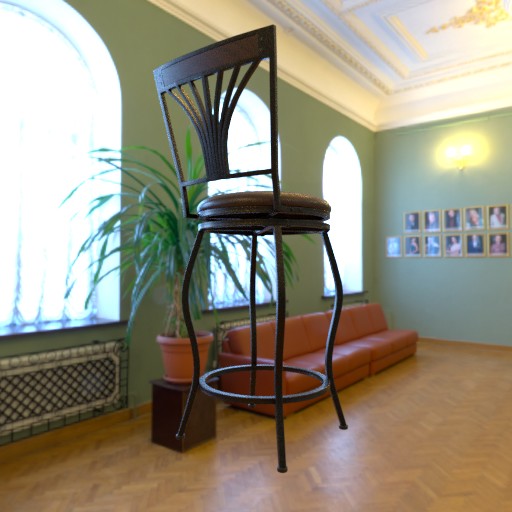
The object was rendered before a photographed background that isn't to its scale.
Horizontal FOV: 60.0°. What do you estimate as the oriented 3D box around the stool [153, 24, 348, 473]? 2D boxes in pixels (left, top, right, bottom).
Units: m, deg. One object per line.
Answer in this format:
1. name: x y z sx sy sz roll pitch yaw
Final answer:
1. stool: 0.000 0.000 1.374 0.433 1.117 0.514 -1 -2 36
